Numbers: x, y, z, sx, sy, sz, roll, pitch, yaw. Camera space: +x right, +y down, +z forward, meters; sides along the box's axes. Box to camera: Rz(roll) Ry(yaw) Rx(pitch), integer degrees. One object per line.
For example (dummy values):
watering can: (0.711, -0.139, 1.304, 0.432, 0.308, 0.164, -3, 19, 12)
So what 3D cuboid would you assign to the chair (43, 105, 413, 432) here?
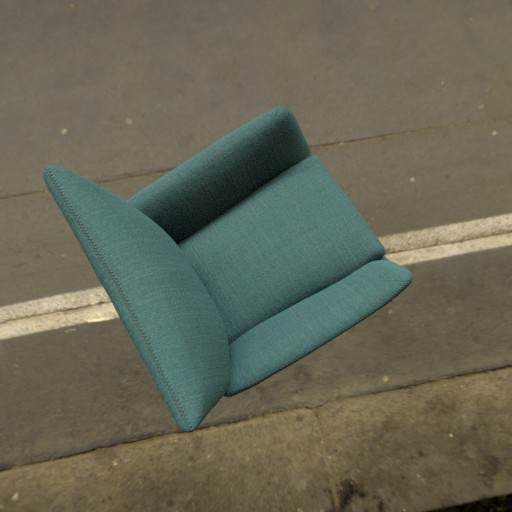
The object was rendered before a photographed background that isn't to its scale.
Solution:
chair: (0.000, 0.000, 1.388, 0.769, 0.859, 0.678, -31, 77, -8)
